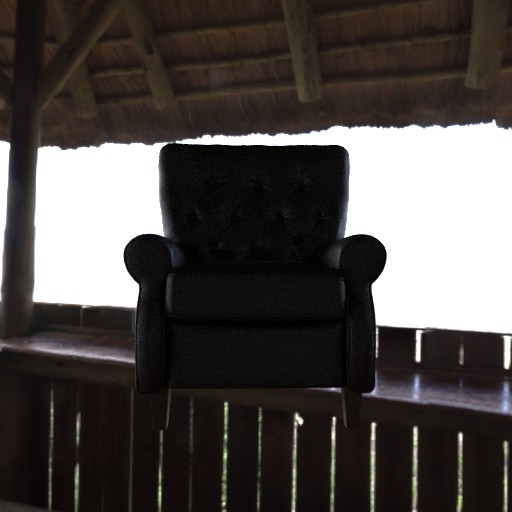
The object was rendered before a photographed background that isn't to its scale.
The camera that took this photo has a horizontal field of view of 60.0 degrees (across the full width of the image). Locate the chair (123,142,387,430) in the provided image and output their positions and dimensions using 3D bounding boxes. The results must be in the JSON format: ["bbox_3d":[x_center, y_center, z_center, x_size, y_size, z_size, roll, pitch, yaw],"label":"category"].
[{"bbox_3d":[0.000,0.000,1.907,0.948,1.158,1.058,0,0,-1],"label":"chair"}]
